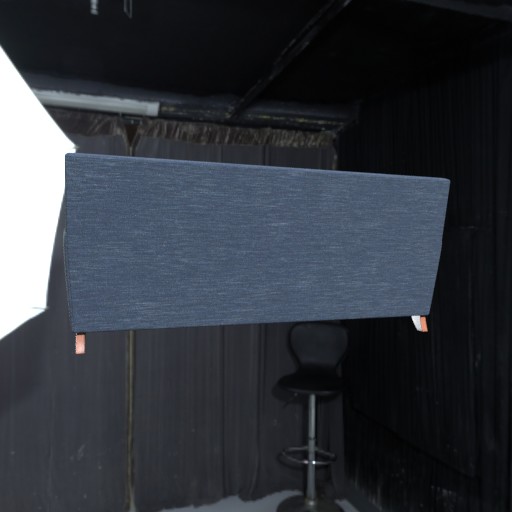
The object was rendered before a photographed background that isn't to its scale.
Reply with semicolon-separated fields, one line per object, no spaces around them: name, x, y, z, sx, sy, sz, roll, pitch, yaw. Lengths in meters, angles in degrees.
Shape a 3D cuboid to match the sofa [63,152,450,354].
sofa;0.000;0.000;2.481;1.976;0.846;0.875;0;0;-18
